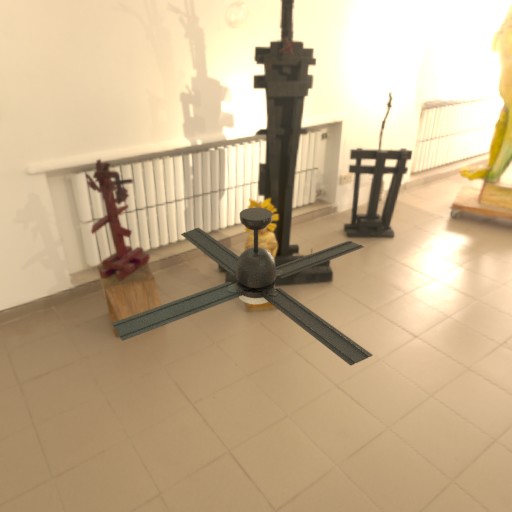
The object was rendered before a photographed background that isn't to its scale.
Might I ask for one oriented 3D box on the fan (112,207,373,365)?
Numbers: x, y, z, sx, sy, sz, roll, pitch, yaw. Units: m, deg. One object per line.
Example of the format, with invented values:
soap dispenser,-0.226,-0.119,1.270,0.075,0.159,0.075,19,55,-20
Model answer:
fan,0.000,0.000,1.988,1.319,0.410,1.319,-19,34,-32
